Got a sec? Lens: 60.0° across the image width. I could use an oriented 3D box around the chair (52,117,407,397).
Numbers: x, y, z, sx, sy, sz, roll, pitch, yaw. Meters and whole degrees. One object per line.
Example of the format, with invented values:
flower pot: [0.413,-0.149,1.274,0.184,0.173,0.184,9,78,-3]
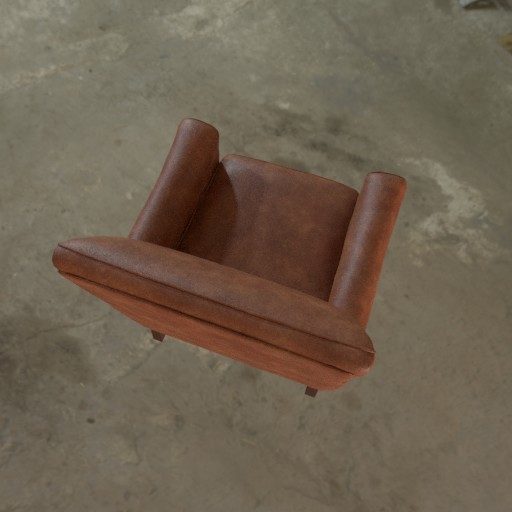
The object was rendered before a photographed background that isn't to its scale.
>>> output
chair: [0.000,0.000,1.604,0.870,0.943,0.823,18,65,8]
